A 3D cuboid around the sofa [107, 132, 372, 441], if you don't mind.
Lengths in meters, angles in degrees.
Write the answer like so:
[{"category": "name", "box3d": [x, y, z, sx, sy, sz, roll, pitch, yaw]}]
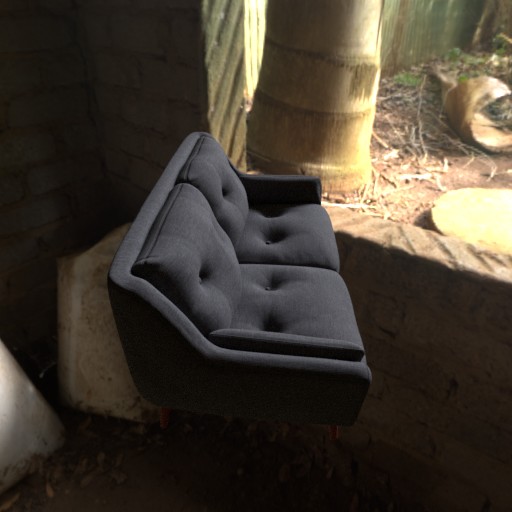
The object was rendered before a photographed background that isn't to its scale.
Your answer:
[{"category": "sofa", "box3d": [0.000, 0.000, 2.390, 0.975, 0.896, 1.929, 1, 31, 2]}]
